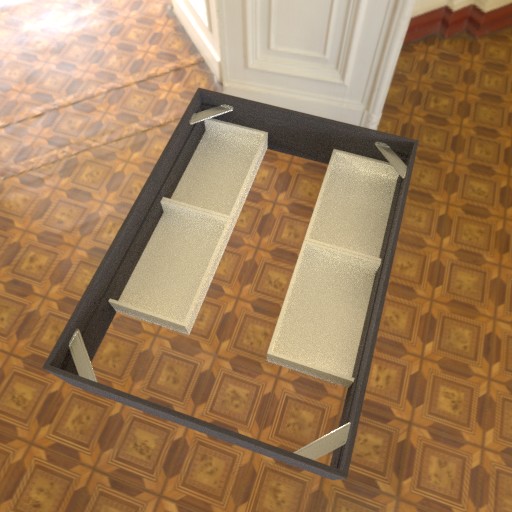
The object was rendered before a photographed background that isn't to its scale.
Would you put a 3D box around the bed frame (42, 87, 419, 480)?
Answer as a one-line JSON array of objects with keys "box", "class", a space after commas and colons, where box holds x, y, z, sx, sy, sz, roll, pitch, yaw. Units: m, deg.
[{"box": [0.000, 0.000, 2.556, 1.448, 0.459, 1.944, 16, 63, 8], "class": "bed frame"}]
